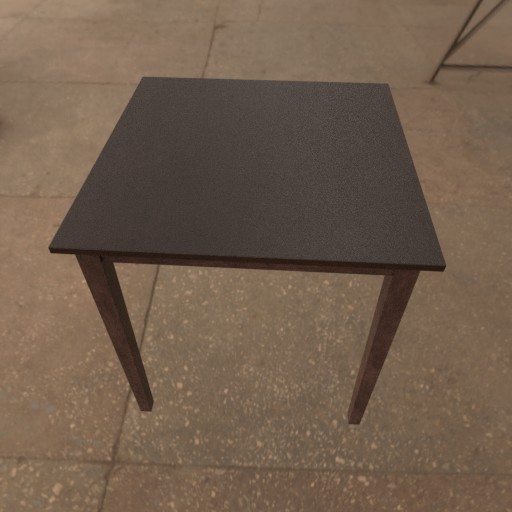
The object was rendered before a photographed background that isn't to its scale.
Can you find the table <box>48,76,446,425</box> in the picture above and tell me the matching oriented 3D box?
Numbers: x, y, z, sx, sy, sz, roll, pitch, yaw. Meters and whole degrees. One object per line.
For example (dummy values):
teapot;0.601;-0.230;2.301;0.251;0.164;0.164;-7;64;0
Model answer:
table;0.000;0.000;1.366;0.749;0.770;0.749;3;46;3
